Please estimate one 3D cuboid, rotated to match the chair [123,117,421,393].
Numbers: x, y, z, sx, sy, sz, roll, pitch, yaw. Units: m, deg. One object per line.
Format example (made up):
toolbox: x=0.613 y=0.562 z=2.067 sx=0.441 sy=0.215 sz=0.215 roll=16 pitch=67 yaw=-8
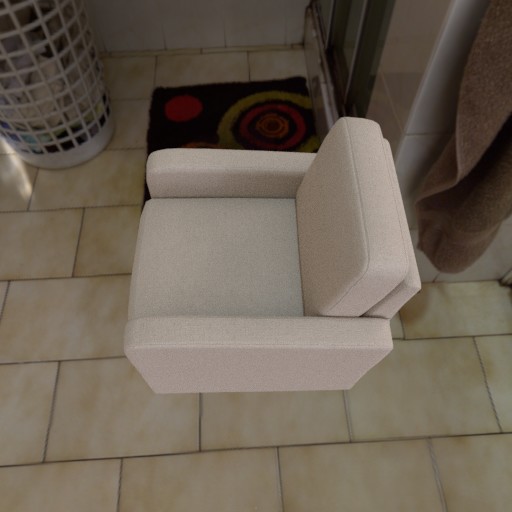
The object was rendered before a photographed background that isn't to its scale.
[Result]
chair: x=0.000 y=0.000 z=1.564 sx=0.888 sy=0.827 sz=0.755 roll=-1 pitch=60 yaw=-1
